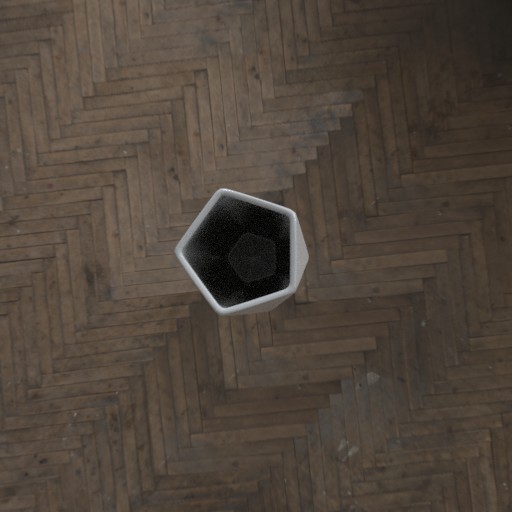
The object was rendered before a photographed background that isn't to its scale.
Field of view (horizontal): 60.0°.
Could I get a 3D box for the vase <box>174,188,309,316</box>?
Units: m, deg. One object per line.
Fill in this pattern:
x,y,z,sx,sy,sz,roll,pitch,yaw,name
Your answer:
0.000,0.000,0.398,0.116,0.329,0.122,0,89,1,vase
